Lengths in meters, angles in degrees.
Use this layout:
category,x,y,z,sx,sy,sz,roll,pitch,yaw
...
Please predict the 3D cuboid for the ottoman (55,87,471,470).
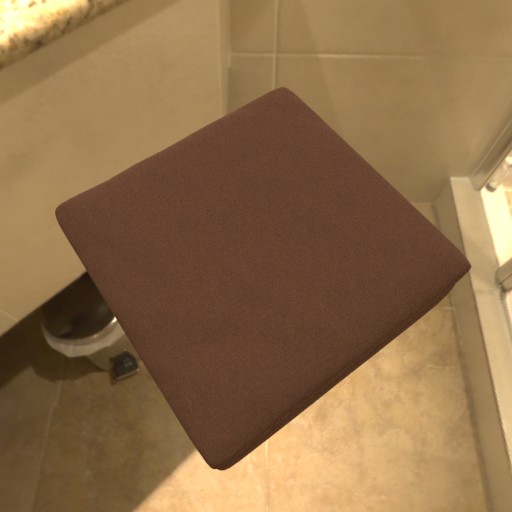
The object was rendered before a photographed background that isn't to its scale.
category,x,y,z,sx,sy,sz,roll,pitch,yaw
ottoman,0.000,0.000,1.841,1.181,0.470,1.181,-33,68,-15
